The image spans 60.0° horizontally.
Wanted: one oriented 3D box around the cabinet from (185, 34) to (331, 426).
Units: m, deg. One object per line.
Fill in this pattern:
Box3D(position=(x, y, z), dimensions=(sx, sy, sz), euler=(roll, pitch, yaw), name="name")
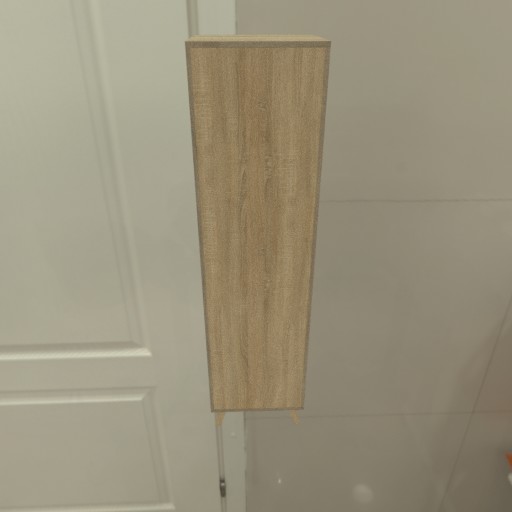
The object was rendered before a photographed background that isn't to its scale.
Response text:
Box3D(position=(0.000, 0.000, 2.215), dimensions=(0.510, 1.960, 0.450), euler=(-1, 29, -2), name="cabinet")
